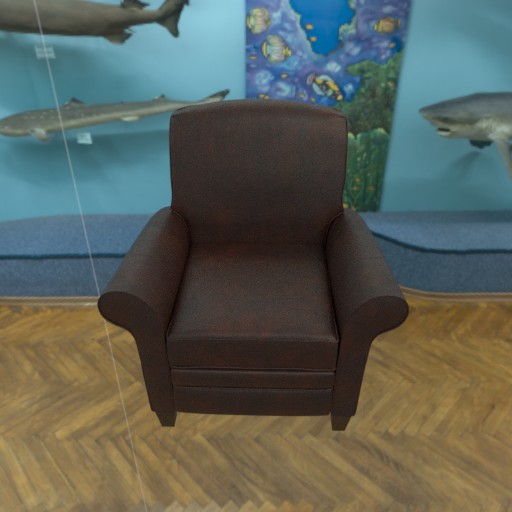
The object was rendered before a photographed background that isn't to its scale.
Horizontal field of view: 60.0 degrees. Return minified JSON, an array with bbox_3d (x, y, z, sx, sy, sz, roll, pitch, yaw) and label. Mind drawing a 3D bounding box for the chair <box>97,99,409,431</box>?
[{"bbox_3d":[0.000,0.000,1.791,0.978,1.061,0.902,1,31,1],"label":"chair"}]
